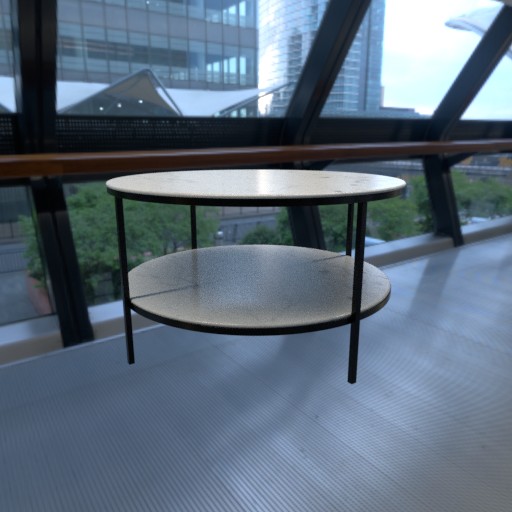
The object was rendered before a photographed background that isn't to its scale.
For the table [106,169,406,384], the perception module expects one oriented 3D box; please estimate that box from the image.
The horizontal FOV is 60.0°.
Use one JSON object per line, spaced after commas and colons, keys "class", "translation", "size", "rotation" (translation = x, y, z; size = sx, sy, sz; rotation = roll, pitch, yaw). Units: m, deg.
{"class": "table", "translation": [0.000, 0.000, 1.297], "size": [0.800, 0.450, 0.800], "rotation": [0, 14, 0]}
